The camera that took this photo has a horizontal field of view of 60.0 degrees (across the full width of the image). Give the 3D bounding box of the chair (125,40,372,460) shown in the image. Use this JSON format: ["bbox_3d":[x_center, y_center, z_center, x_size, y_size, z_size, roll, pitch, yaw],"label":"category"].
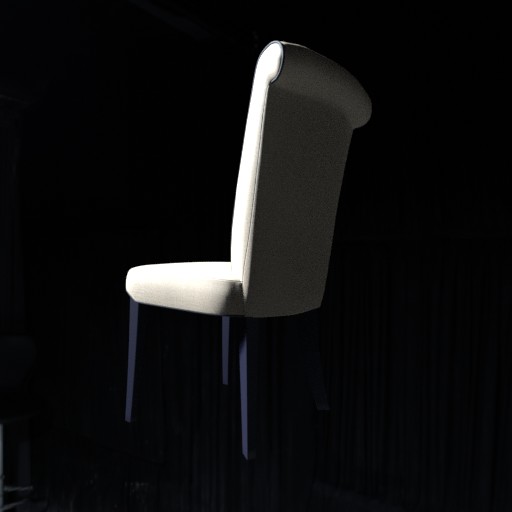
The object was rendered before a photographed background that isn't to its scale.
[{"bbox_3d":[0.000,0.000,1.347,0.623,0.997,0.522,0,1,36],"label":"chair"}]
